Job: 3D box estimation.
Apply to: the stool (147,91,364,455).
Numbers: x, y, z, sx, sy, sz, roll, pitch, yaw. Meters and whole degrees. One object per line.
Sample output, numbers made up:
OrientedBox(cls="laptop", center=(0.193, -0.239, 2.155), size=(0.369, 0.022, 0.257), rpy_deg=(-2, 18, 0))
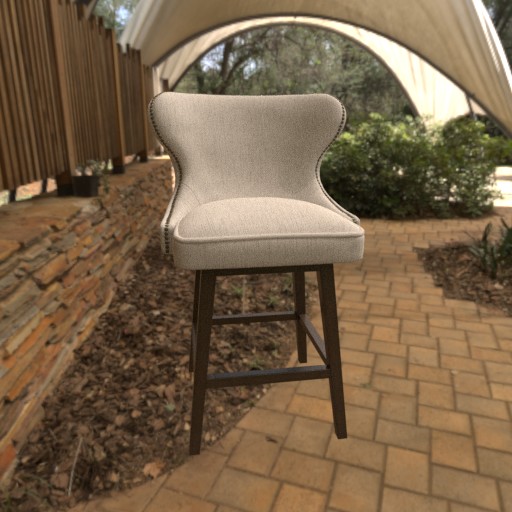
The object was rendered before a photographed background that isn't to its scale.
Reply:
OrientedBox(cls="stool", center=(0.000, 0.000, 1.363), size=(0.615, 0.972, 0.597), rpy_deg=(-3, 17, -8))
